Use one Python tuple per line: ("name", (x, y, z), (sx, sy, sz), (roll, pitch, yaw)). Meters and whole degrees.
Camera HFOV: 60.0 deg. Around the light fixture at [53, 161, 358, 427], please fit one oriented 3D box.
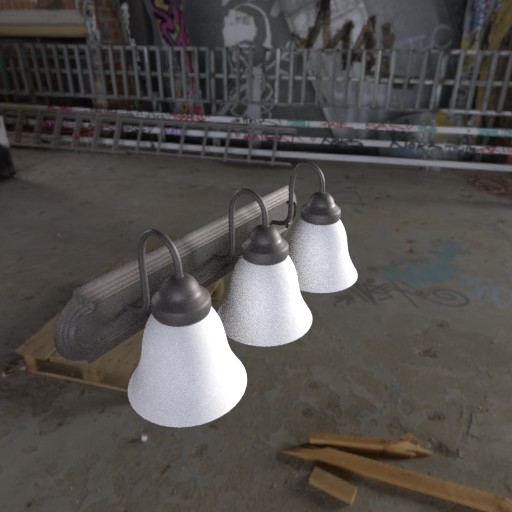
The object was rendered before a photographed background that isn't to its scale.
("light fixture", (0.000, 0.000, 0.721), (0.199, 0.222, 0.610), (17, 32, 30))
